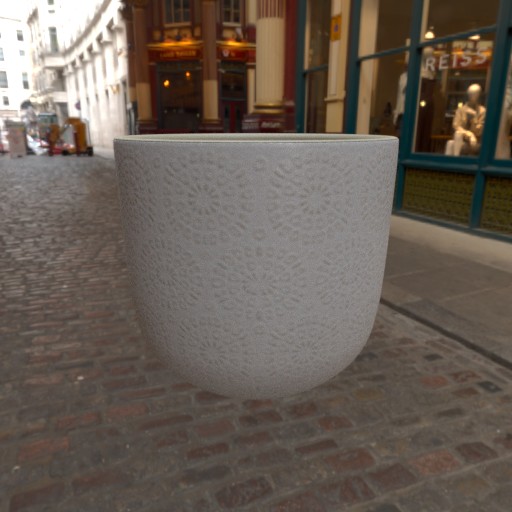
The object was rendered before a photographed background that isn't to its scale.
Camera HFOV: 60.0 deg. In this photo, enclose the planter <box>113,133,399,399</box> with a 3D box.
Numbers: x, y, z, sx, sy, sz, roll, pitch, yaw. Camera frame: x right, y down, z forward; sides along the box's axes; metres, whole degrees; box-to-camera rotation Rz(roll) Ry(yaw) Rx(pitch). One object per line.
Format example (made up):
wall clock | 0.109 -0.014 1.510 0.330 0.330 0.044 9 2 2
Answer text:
planter | 0.000 0.000 0.363 0.208 0.190 0.208 0 17 0
